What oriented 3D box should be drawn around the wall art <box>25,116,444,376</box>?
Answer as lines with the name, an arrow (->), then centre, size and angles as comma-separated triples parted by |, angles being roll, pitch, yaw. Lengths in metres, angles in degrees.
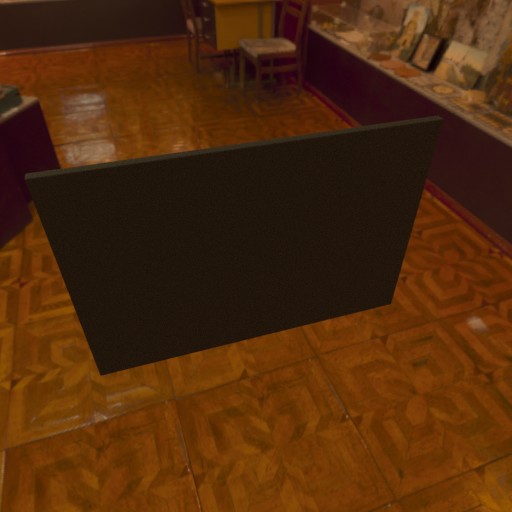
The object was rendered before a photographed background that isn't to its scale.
wall art -> 0.000, 0.000, 1.200 | 0.958, 0.656, 0.026 | -11, 42, -13
